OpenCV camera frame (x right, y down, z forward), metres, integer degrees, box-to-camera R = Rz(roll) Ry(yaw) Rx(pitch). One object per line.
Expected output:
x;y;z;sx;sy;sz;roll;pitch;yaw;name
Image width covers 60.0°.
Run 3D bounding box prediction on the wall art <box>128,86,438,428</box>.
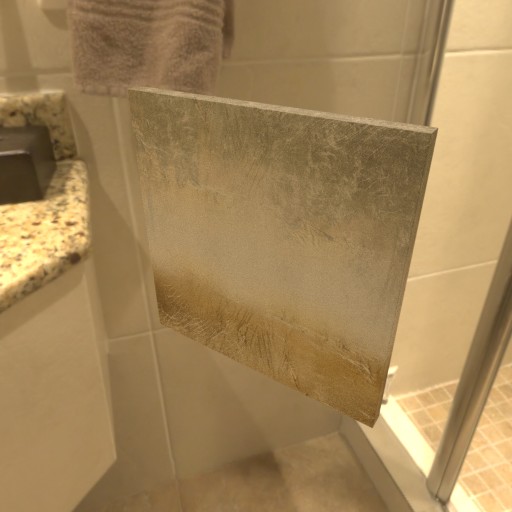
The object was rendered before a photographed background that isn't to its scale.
0.000;0.000;0.926;0.610;0.610;0.038;19;35;29;wall art
